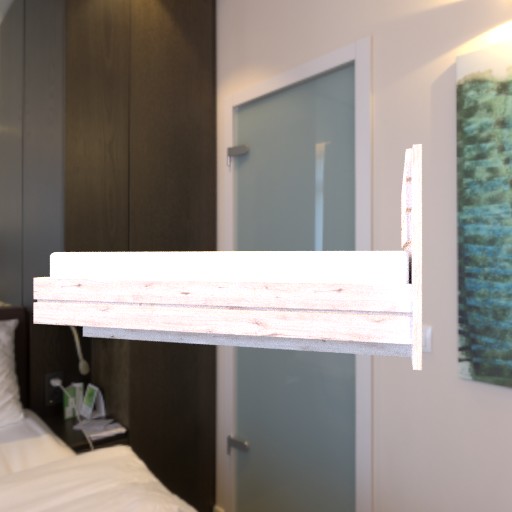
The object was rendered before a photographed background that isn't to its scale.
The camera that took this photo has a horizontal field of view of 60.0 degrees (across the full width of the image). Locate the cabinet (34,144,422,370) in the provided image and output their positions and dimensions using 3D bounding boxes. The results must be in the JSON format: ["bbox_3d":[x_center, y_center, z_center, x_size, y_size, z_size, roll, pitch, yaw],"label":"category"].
[{"bbox_3d":[0.000,0.000,3.110,2.080,0.970,1.950,0,0,17],"label":"cabinet"}]
